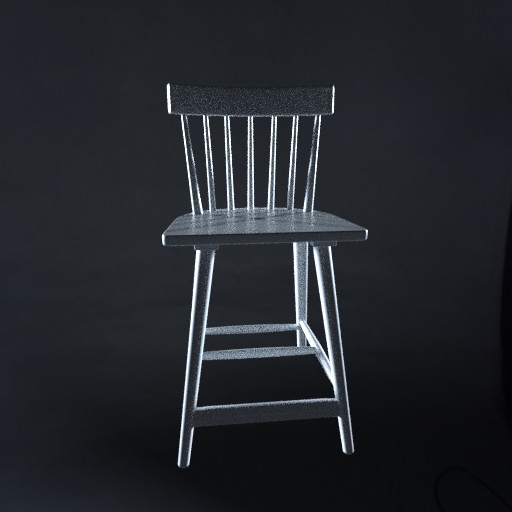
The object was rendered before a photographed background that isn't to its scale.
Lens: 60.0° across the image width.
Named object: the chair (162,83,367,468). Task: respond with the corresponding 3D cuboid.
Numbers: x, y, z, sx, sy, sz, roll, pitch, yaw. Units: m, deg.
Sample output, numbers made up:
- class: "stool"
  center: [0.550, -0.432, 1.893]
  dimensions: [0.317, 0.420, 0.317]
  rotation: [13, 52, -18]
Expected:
- class: "chair"
  center: [0.000, 0.000, 1.292]
  dimensions: [0.483, 0.952, 0.572]
  rotation: [-2, 16, -6]
